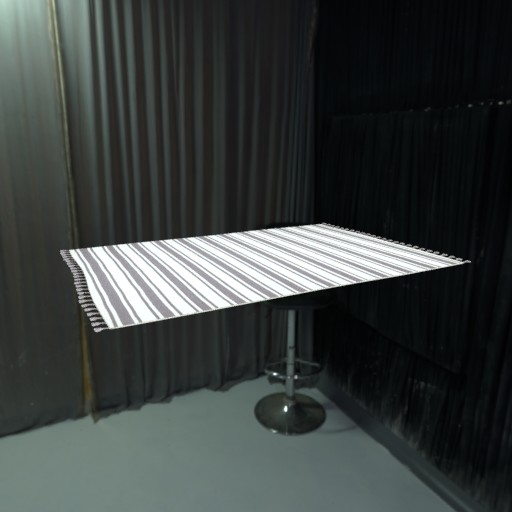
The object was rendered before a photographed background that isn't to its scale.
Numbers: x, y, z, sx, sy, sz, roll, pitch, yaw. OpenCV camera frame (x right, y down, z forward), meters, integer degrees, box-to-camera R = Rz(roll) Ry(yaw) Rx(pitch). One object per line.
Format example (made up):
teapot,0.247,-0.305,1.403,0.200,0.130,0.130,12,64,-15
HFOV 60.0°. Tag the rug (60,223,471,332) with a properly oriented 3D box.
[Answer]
rug,0.000,0.000,3.895,3.040,0.017,2.030,-8,16,-27
